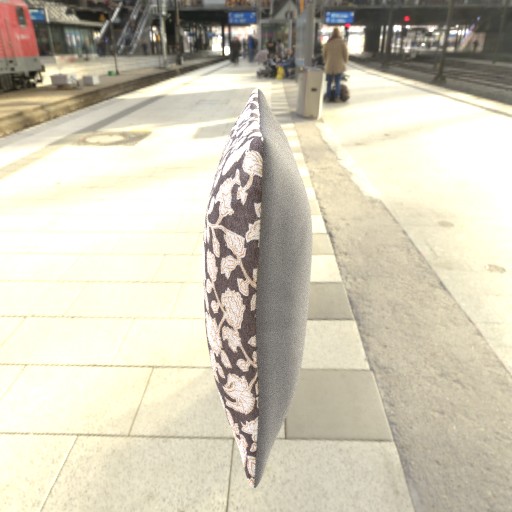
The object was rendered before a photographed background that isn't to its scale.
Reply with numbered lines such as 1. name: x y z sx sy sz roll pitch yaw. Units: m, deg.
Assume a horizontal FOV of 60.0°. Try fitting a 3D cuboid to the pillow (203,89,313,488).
1. pillow: 0.000 0.000 0.775 0.166 0.507 0.526 0 26 0
